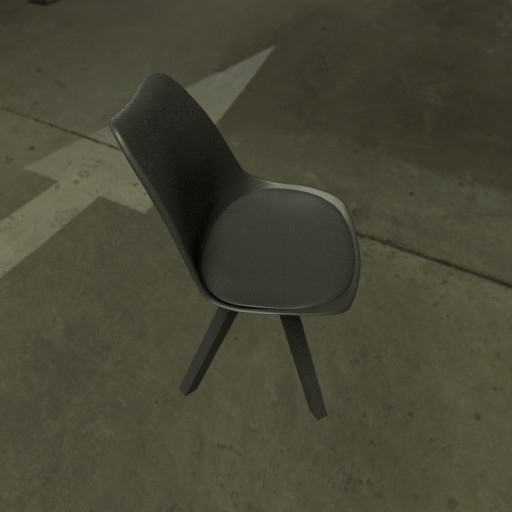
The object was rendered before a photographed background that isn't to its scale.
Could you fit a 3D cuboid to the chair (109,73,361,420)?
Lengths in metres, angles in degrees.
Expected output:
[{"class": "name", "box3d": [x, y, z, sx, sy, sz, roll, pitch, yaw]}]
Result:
[{"class": "chair", "box3d": [0.000, 0.000, 1.189, 0.550, 0.850, 0.485, 8, 46, 7]}]
